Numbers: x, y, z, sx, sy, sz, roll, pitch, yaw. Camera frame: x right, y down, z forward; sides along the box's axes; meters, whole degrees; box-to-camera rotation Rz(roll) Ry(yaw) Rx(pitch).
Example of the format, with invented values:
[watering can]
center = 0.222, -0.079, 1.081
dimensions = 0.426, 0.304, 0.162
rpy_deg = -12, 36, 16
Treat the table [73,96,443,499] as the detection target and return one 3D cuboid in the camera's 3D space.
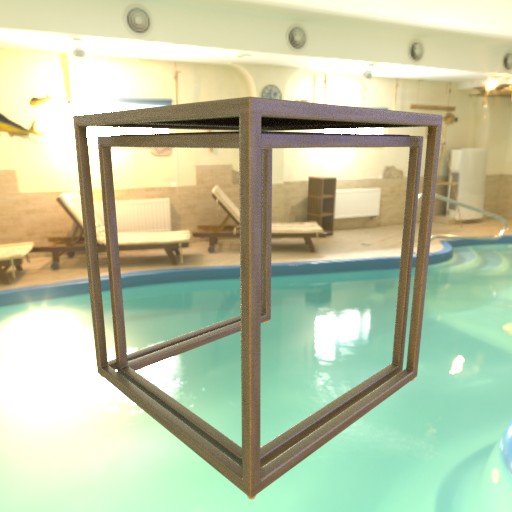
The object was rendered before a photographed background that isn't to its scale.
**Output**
[table]
center = 0.000, 0.000, 0.818
dimensions = 0.449, 0.500, 0.450
rpy_deg = -13, 19, -42
